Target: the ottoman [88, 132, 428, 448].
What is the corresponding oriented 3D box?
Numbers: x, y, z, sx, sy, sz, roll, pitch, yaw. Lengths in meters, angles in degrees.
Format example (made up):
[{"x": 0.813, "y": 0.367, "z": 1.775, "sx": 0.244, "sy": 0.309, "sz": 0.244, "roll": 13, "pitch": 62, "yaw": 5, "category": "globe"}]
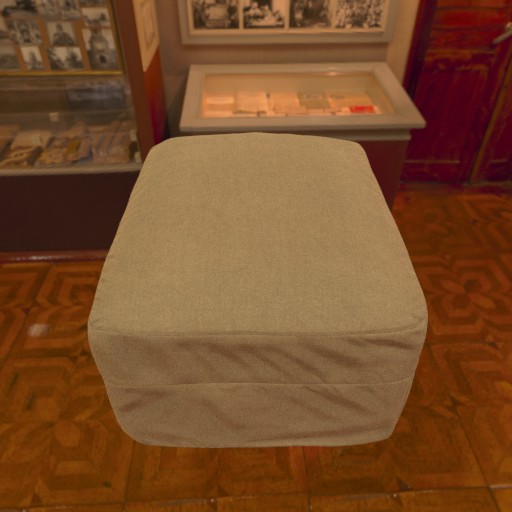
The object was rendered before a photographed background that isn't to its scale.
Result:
[{"x": 0.000, "y": 0.000, "z": 1.208, "sx": 0.683, "sy": 0.481, "sz": 0.837, "roll": 0, "pitch": 39, "yaw": 0, "category": "ottoman"}]
